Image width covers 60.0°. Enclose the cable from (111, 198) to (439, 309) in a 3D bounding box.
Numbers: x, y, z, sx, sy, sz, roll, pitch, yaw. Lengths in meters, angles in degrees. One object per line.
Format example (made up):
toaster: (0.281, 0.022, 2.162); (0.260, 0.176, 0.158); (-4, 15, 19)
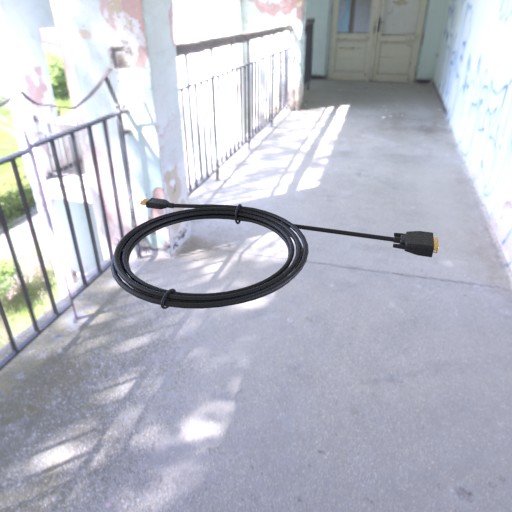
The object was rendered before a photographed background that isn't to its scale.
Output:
cable: (0.000, 0.000, 0.531); (0.422, 0.030, 0.257); (9, 31, 15)
